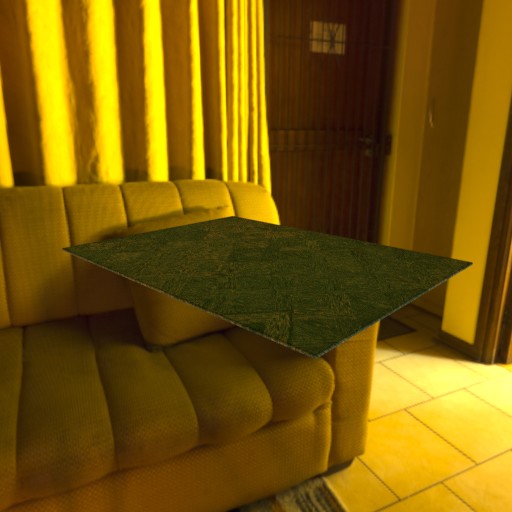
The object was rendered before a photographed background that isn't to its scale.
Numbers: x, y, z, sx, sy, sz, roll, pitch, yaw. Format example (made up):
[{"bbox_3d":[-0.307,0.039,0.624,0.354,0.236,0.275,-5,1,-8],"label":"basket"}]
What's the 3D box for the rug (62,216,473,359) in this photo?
[{"bbox_3d":[0.000,0.000,4.307,3.217,0.027,2.405,15,22,42],"label":"rug"}]
